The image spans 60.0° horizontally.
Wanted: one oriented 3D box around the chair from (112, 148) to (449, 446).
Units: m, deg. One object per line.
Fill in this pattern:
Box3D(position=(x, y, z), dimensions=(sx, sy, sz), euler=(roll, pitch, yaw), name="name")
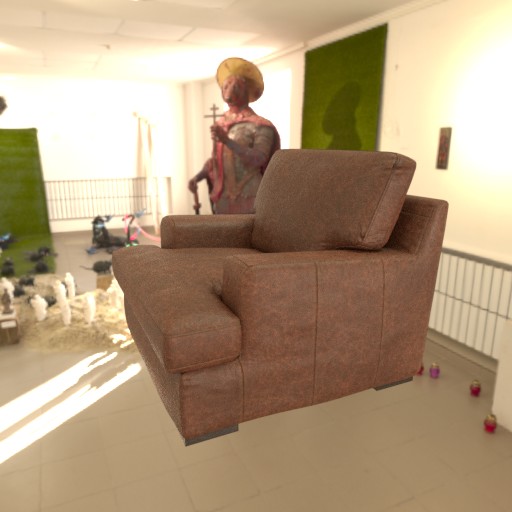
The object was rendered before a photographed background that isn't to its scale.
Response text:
Box3D(position=(0.000, 0.000, 2.017), dimensions=(1.143, 0.939, 1.168), euler=(-7, 16, -24), name="chair")
